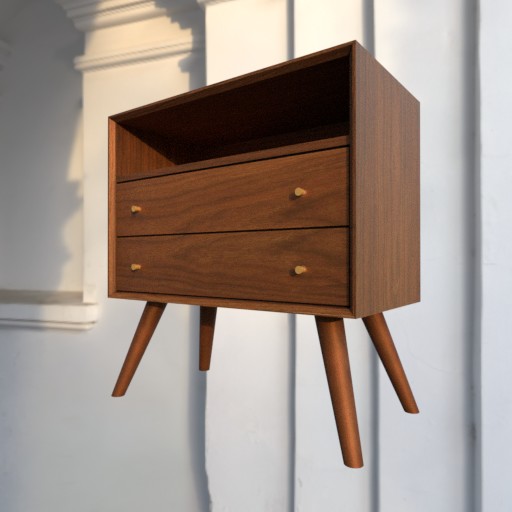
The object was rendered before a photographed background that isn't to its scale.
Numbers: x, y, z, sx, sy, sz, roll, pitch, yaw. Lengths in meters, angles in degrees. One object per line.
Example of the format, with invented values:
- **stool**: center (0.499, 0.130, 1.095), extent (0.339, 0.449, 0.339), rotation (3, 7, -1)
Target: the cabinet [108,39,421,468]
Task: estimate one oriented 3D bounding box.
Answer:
- **cabinet**: center (0.000, 0.000, 1.130), extent (0.712, 0.748, 0.388), rotation (0, 0, 36)
